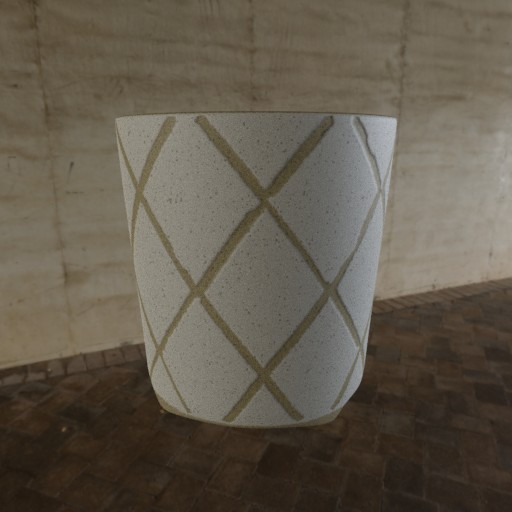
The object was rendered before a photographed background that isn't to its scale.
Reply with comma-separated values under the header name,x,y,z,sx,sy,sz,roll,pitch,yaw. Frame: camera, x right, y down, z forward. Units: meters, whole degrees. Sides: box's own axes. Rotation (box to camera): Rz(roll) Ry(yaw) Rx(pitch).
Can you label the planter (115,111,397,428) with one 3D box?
name,x,y,z,sx,sy,sz,roll,pitch,yaw
planter,0.000,0.000,0.338,0.191,0.199,0.191,0,15,0
